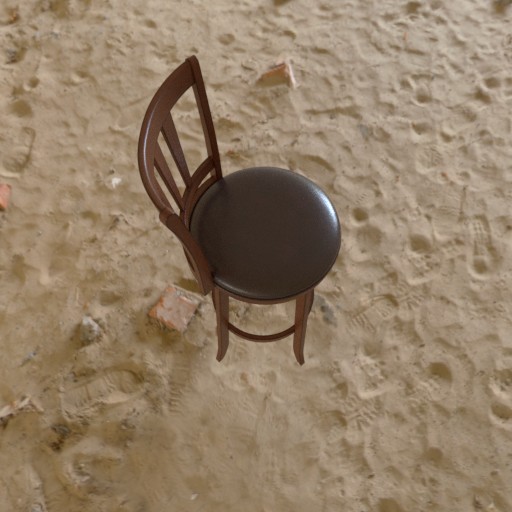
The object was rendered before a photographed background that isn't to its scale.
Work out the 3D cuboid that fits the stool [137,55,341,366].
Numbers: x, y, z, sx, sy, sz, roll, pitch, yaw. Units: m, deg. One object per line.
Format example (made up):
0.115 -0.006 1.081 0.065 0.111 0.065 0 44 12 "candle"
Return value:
0.000 0.000 1.461 0.503 1.177 0.464 2 63 1 "stool"
